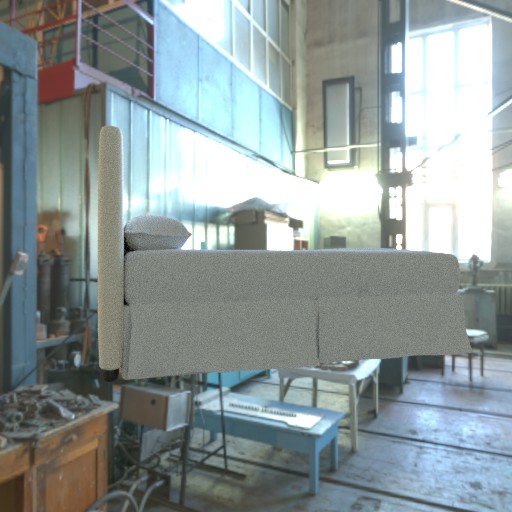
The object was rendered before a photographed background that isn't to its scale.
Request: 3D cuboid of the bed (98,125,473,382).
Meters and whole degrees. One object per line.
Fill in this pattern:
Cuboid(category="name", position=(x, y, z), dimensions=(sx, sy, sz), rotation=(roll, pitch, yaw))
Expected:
Cuboid(category="bed", position=(0.000, 0.000, 3.507), dimensions=(2.341, 1.317, 2.119), rotation=(0, 0, -19))
